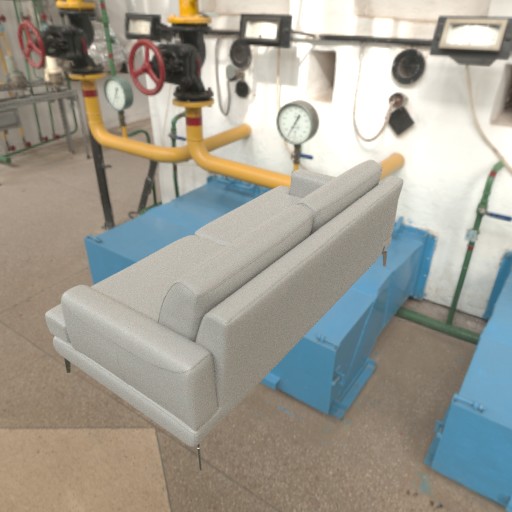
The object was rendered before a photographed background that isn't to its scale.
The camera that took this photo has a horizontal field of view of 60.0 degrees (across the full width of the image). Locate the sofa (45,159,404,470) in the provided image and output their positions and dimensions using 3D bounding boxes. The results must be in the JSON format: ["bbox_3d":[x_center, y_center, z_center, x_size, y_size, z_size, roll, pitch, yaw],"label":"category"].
[{"bbox_3d":[0.000,0.000,2.402,0.974,0.765,1.940,20,36,30],"label":"sofa"}]
